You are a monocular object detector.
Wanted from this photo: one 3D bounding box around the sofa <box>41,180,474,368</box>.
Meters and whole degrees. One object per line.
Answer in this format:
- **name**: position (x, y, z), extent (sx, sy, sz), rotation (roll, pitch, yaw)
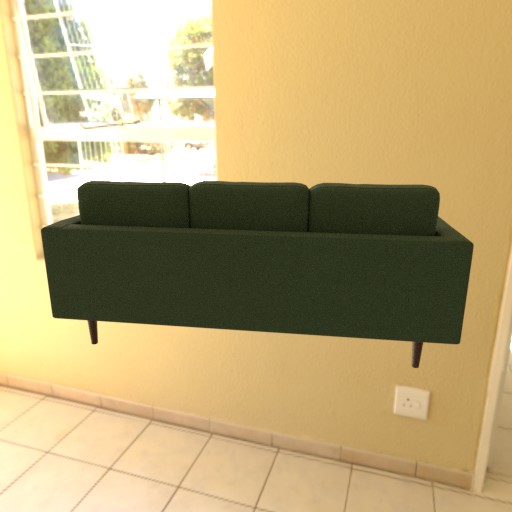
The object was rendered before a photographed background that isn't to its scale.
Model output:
- **sofa**: position (0.000, 0.000, 2.524), extent (2.029, 0.899, 0.879), rotation (2, 16, 8)
